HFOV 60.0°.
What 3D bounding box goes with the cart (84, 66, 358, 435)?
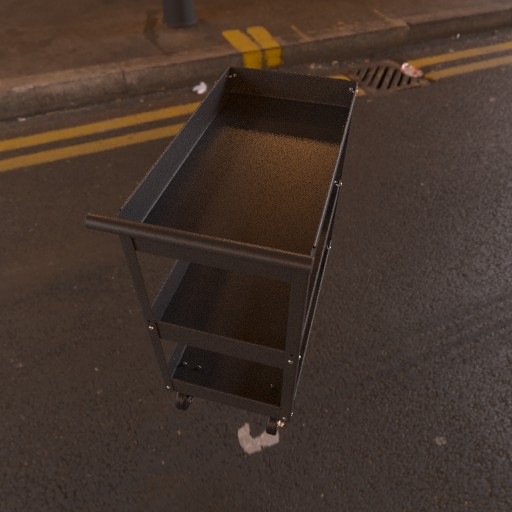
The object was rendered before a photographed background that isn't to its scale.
[{"bbox_3d":[0.000,0.000,1.183,0.366,0.780,0.719,11,47,11],"label":"cart"}]
